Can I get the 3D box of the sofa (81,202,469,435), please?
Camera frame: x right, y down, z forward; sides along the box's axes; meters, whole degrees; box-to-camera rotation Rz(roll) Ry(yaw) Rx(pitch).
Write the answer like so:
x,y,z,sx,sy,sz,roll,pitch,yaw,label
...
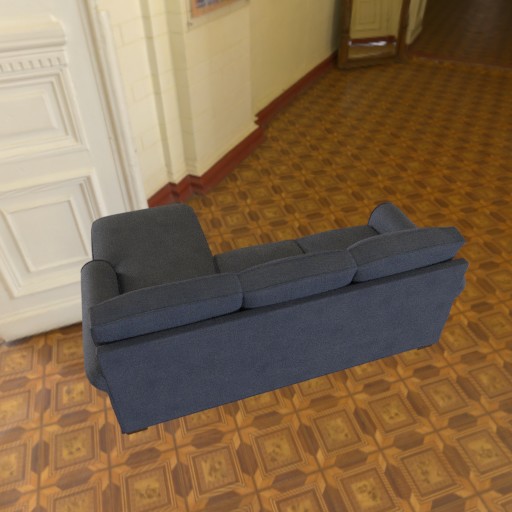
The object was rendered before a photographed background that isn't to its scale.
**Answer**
x,y,z,sx,sy,sz,roll,pitch,yaw,label
0.000,0.000,3.445,2.567,1.063,1.780,-12,42,-14,sofa
